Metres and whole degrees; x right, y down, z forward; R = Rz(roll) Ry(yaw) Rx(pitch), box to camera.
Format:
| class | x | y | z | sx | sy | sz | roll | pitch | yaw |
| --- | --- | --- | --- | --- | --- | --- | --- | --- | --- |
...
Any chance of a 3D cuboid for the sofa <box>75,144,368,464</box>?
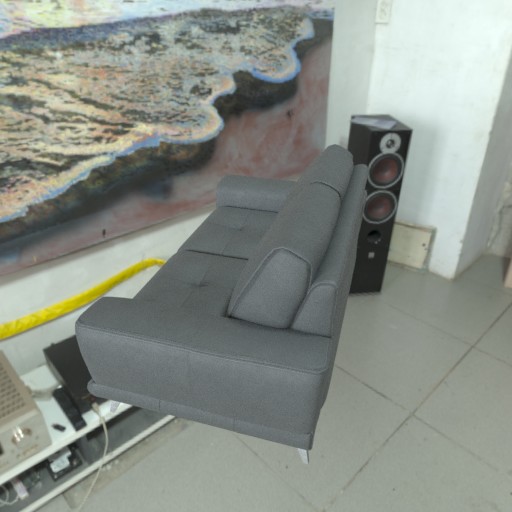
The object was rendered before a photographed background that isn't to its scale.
| class | x | y | z | sx | sy | sz | roll | pitch | yaw |
| --- | --- | --- | --- | --- | --- | --- | --- | --- | --- |
| sofa | 0.000 | 0.000 | 2.379 | 1.018 | 0.907 | 1.806 | 9 | 31 | 14 |
